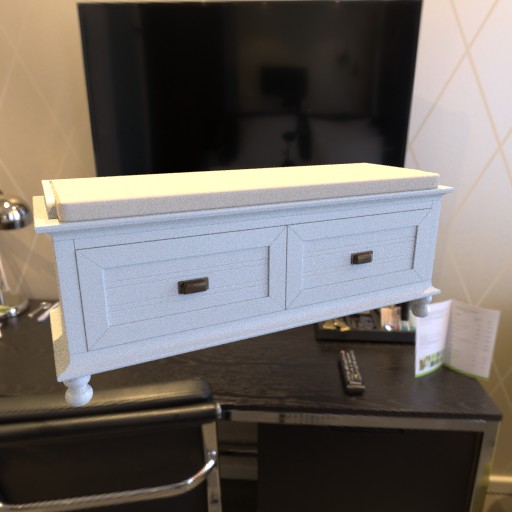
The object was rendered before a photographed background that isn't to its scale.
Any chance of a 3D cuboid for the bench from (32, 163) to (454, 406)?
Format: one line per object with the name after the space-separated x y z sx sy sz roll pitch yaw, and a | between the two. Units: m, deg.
0.000 0.000 1.363 1.185 0.486 0.402 -8 19 -25 | bench
